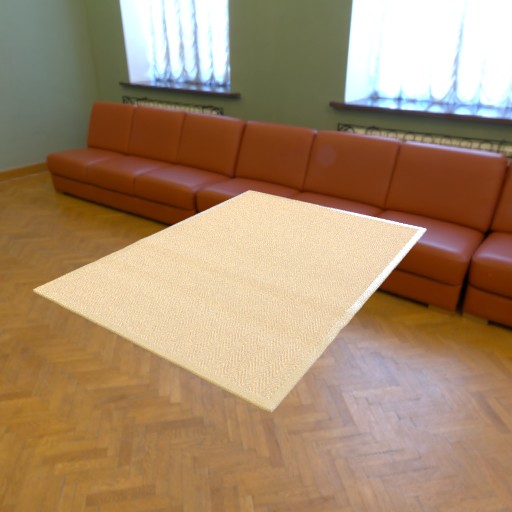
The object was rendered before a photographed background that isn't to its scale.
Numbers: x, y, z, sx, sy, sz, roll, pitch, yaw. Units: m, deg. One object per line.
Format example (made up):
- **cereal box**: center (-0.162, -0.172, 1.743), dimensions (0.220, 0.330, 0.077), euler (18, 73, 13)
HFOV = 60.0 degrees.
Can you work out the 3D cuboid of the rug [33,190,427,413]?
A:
- **rug**: center (0.000, 0.000, 4.926), dimensions (2.734, 0.037, 3.659), euler (17, 31, 30)
